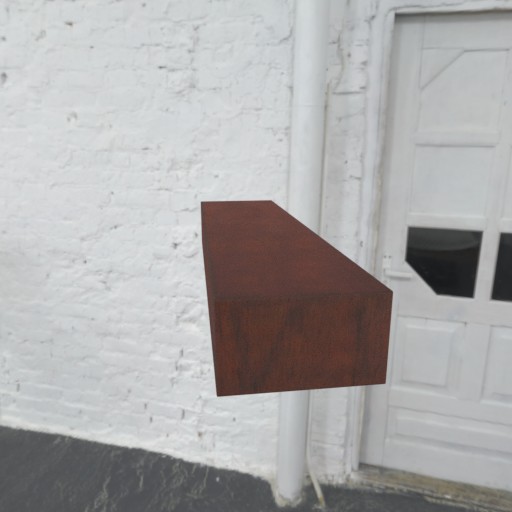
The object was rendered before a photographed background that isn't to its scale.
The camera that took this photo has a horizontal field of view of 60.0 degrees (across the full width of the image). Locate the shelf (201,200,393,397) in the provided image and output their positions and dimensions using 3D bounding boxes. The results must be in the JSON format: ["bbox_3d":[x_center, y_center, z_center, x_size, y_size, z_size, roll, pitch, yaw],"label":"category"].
[{"bbox_3d":[0.000,0.000,0.669,0.152,0.088,0.607,-2,15,-8],"label":"shelf"}]
